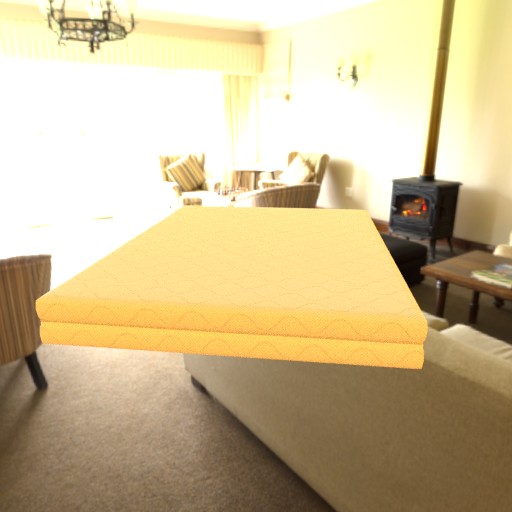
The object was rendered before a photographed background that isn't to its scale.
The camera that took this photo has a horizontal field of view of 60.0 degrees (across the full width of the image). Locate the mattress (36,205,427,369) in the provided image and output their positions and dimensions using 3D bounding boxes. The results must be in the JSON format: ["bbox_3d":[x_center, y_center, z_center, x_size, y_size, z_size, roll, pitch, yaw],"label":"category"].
[{"bbox_3d":[0.000,0.000,2.468,1.400,0.200,1.900,2,17,7],"label":"mattress"}]
